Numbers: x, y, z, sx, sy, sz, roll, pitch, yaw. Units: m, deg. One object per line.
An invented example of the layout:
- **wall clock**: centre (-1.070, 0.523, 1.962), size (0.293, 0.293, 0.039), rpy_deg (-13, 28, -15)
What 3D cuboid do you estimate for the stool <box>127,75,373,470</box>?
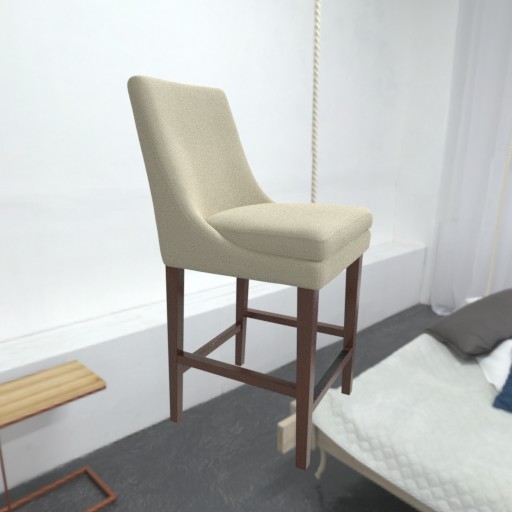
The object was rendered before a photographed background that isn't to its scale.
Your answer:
- **stool**: centre (0.000, 0.000, 1.305), size (0.577, 0.981, 0.470), rpy_deg (8, 17, 27)
